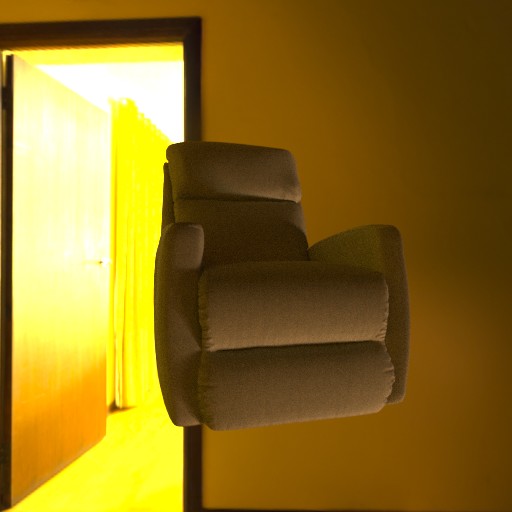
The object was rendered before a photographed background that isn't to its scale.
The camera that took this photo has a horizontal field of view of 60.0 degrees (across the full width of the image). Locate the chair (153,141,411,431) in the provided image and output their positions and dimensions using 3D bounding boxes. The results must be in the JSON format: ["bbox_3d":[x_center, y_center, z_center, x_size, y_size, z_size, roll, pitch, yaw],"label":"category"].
[{"bbox_3d":[0.000,0.000,1.688,0.794,1.016,0.940,0,-1,-17],"label":"chair"}]
